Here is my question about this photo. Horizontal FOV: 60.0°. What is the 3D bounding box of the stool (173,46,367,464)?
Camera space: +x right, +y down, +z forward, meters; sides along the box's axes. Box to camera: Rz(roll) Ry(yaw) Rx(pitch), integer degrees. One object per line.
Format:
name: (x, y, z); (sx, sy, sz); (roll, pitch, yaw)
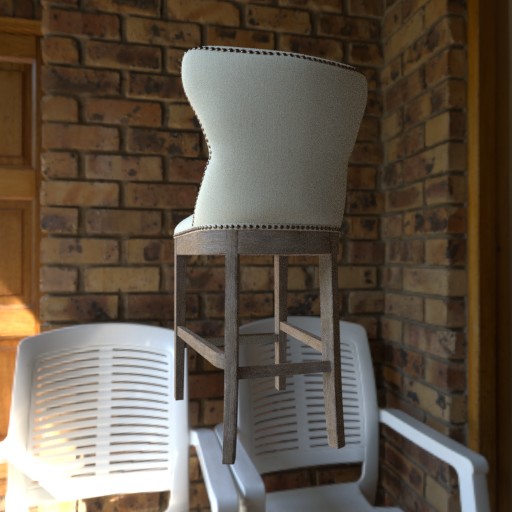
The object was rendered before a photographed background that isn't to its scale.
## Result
stool: (0.000, 0.000, 1.307); (0.498, 0.981, 0.608); (0, 0, -18)
